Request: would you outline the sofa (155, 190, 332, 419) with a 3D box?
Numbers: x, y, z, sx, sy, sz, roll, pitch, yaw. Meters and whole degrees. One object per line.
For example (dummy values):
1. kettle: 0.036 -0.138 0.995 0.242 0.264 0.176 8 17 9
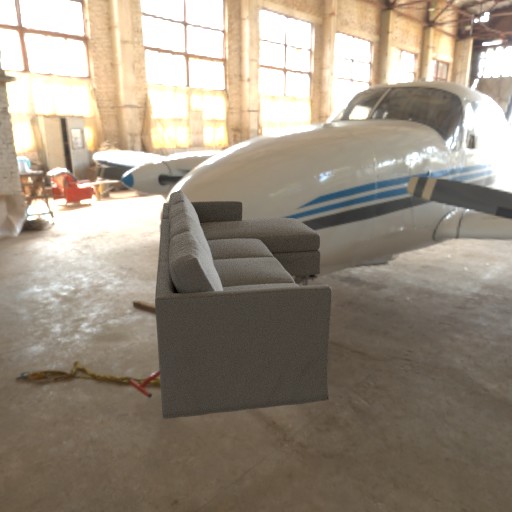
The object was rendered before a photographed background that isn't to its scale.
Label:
1. sofa: 0.000 0.000 3.889 1.622 0.867 3.177 -3 16 -10
